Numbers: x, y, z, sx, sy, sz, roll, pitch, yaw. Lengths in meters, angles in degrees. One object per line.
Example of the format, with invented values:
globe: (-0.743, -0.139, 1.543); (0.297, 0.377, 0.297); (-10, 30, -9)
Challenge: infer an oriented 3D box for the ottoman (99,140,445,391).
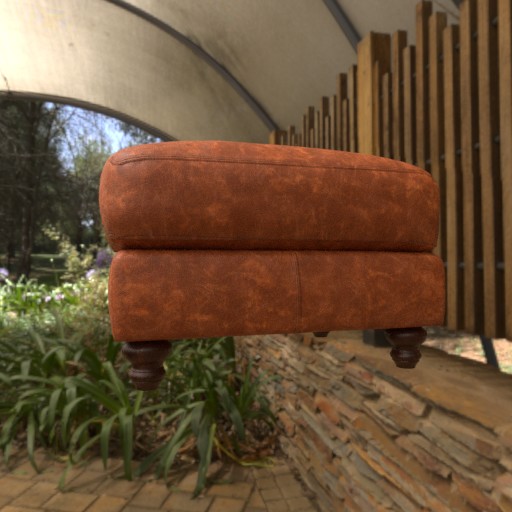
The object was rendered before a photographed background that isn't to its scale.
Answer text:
ottoman: (0.000, 0.000, 1.256); (0.832, 0.562, 0.657); (0, -1, -18)
